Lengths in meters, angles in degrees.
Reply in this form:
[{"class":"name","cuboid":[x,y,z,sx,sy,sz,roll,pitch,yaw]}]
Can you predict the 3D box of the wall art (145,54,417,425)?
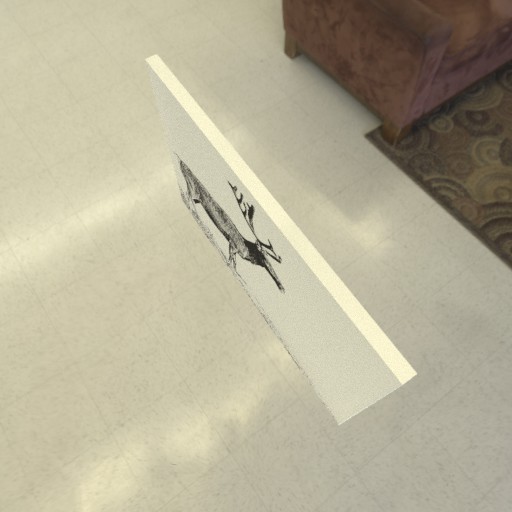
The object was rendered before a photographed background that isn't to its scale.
[{"class":"wall art","cuboid":[0.000,0.000,1.163,0.033,0.617,0.906,-31,67,-14]}]
